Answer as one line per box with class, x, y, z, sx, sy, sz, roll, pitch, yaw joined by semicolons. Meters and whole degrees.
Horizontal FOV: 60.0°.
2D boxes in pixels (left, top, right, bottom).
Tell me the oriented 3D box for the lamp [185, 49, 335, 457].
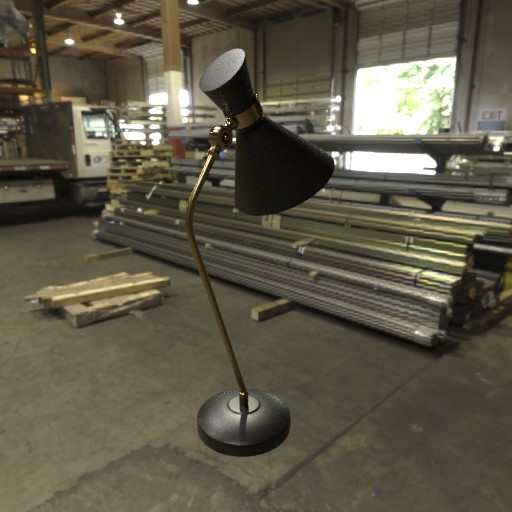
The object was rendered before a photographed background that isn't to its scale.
lamp;0.000;0.000;0.770;0.189;0.647;0.292;15;21;43
